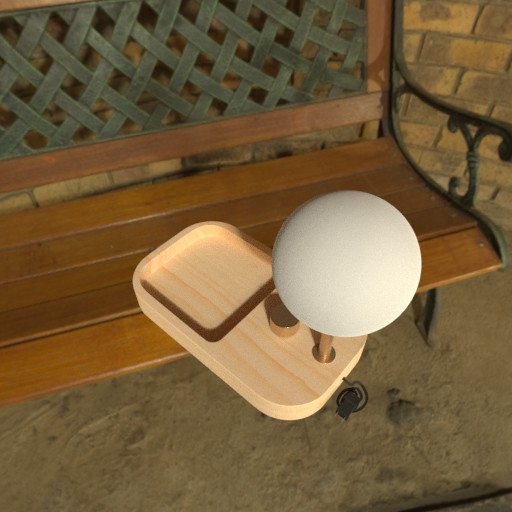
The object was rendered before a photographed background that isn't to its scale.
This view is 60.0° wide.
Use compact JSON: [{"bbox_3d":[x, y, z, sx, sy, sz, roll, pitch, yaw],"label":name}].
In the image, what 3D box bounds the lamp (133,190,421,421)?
[{"bbox_3d":[0.000,0.000,0.476,0.331,0.253,0.173,33,55,26],"label":"lamp"}]
